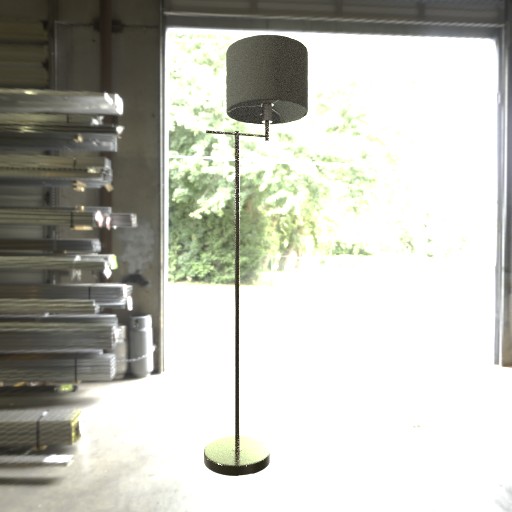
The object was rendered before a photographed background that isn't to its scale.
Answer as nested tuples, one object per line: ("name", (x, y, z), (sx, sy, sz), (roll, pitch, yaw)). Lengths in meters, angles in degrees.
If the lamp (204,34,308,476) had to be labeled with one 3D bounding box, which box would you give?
("lamp", (0.000, 0.000, 1.754), (0.416, 1.600, 0.324), (0, 1, -18))
